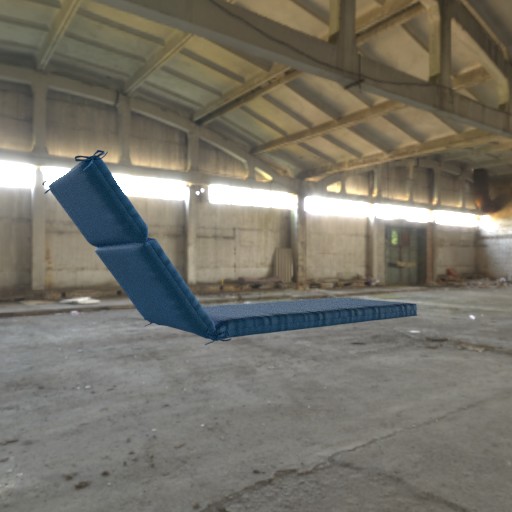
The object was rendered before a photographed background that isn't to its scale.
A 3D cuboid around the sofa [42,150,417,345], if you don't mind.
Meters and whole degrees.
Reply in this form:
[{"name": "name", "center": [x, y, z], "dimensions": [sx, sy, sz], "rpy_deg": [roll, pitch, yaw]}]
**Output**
[{"name": "sofa", "center": [0.000, 0.000, 1.973], "dimensions": [1.663, 0.622, 0.582], "rpy_deg": [1, -1, -36]}]
